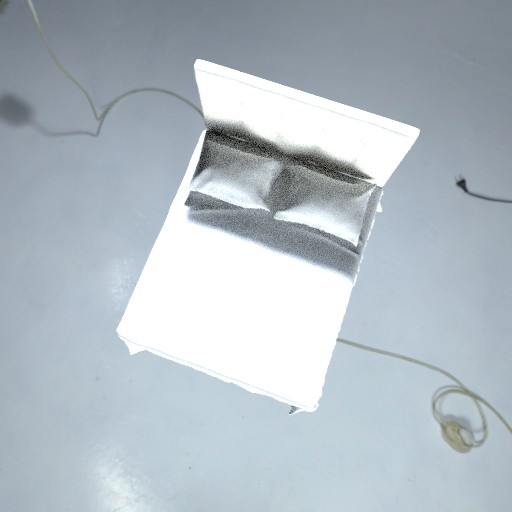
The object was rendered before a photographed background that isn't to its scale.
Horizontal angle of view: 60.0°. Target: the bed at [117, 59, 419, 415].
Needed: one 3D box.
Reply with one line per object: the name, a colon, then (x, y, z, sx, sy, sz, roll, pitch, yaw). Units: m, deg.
bed: (0.000, 0.000, 3.575, 1.936, 1.577, 2.222, 19, 77, 5)
